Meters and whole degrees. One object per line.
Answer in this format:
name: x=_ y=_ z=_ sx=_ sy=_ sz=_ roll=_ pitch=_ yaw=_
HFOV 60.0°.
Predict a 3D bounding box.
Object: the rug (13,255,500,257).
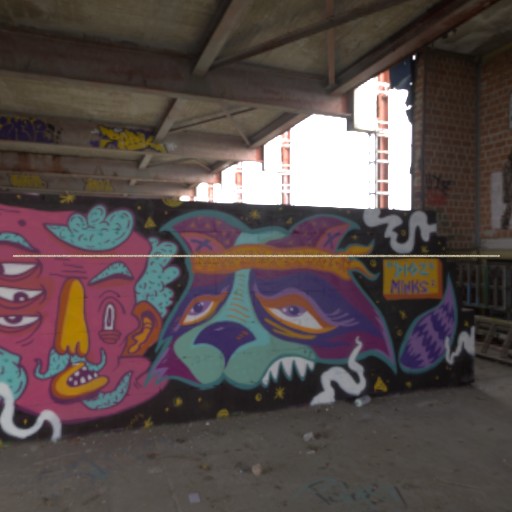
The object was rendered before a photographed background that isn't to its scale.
rug: x=0.000 y=0.000 z=2.161 sx=1.747 sy=0.006 sz=1.143 roll=0 pitch=0 yaw=0
